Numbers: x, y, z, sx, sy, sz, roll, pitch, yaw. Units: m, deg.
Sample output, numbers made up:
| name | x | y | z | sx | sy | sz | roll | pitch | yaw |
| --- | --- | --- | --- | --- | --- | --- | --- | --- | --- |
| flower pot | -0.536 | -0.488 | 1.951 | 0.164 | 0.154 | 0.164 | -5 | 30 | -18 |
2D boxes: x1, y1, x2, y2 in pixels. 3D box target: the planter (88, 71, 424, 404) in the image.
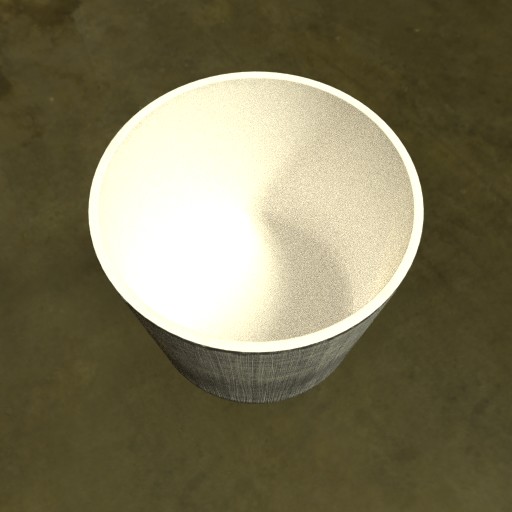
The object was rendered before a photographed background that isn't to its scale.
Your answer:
| name | x | y | z | sx | sy | sz | roll | pitch | yaw |
| --- | --- | --- | --- | --- | --- | --- | --- | --- | --- |
| planter | 0.000 | 0.000 | 0.385 | 0.221 | 0.201 | 0.221 | 0 | 63 | 0 |
